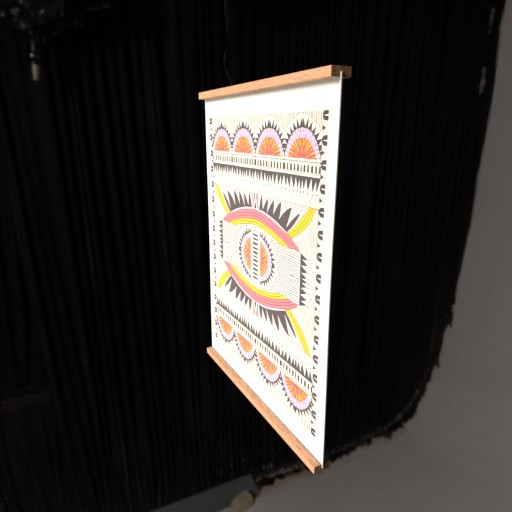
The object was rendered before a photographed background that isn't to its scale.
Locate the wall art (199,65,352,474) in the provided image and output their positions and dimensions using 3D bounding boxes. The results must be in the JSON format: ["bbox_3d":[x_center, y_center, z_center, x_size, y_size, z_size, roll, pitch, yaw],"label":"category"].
[{"bbox_3d":[0.000,0.000,0.722,0.028,0.527,0.403,-8,18,-27],"label":"wall art"}]
